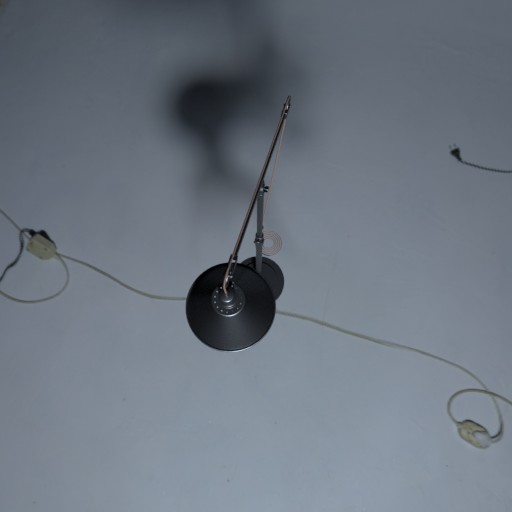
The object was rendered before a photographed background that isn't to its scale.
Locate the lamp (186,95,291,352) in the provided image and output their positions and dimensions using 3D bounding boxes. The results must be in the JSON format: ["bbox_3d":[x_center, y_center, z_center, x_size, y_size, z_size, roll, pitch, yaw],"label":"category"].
[{"bbox_3d":[0.000,0.000,1.959,0.319,1.626,0.904,15,75,4],"label":"lamp"}]
